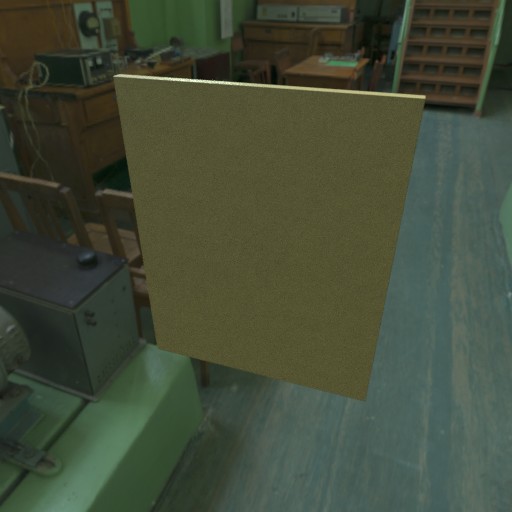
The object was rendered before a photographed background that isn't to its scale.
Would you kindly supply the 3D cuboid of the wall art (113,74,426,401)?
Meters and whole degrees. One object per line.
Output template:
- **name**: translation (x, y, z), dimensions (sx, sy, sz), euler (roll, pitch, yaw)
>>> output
- **wall art**: translation (0.000, 0.000, 1.364), dimensions (0.798, 1.002, 0.030), euler (10, 34, 16)
